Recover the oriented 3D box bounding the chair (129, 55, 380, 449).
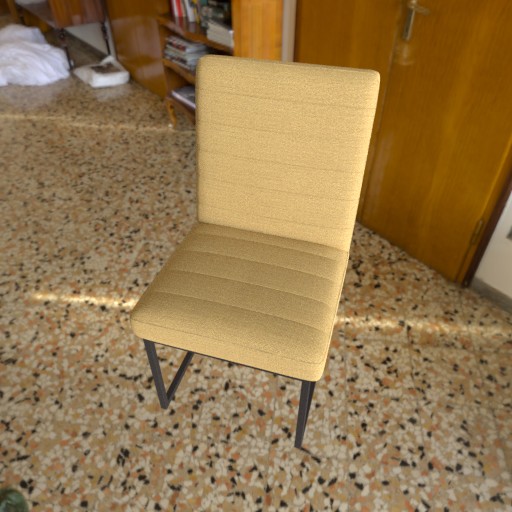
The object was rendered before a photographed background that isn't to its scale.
[{"bbox_3d":[0.000,0.000,1.300,0.520,0.930,0.634,11,42,13],"label":"chair"}]
